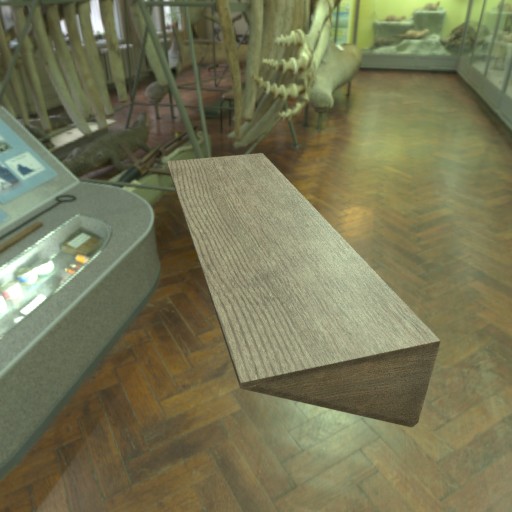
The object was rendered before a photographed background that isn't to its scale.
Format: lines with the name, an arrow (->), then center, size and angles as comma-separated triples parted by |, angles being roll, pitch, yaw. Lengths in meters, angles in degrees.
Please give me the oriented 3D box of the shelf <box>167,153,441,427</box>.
shelf -> 0.000, 0.000, 0.690 | 0.200, 0.125, 0.610 | -8, 32, -13
